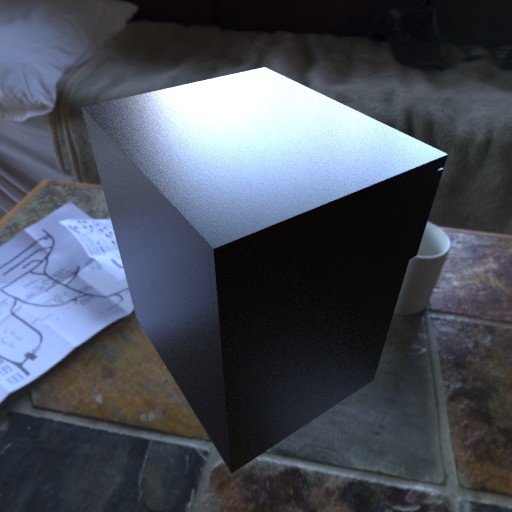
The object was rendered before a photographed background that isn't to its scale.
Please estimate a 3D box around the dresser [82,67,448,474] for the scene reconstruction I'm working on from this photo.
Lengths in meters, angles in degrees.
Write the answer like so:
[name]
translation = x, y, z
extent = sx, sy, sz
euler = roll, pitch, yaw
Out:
[dresser]
translation = 0.000, 0.000, 0.763
extent = 0.360, 0.470, 0.400
euler = -23, 46, -25
